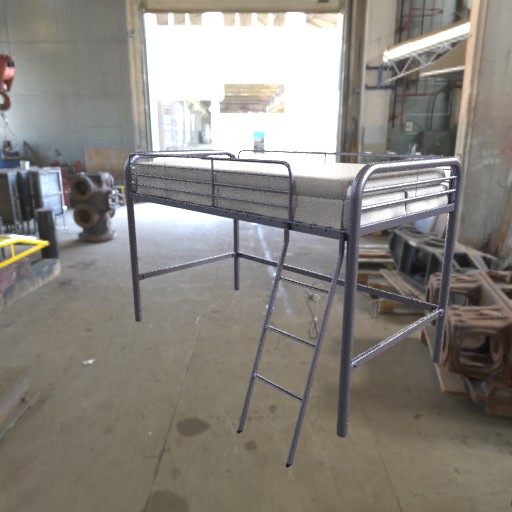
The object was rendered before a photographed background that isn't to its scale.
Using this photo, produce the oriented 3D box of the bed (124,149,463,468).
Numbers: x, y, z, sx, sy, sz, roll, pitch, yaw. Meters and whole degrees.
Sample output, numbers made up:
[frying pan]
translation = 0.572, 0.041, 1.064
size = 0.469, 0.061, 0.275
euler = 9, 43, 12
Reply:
[bed]
translation = 0.000, 0.000, 2.876
size = 1.415, 1.288, 1.965
euler = -14, 21, -42
